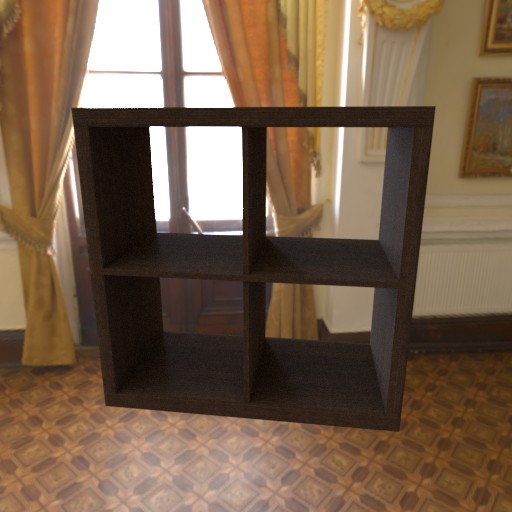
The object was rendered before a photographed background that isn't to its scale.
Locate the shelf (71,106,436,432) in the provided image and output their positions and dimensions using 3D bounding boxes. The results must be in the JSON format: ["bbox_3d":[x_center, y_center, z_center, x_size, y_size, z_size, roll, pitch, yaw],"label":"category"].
[{"bbox_3d":[0.000,0.000,1.250,0.790,0.786,0.390,2,17,7],"label":"shelf"}]
